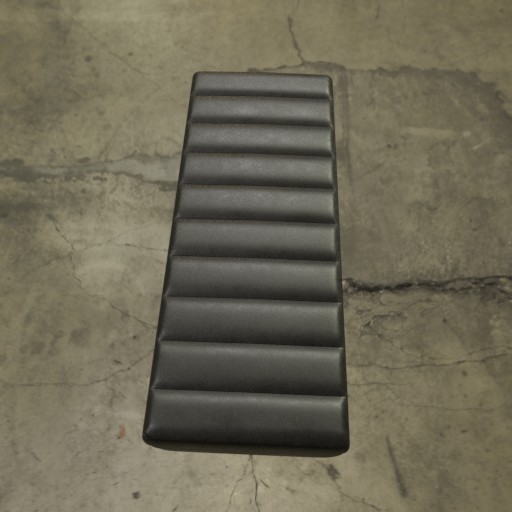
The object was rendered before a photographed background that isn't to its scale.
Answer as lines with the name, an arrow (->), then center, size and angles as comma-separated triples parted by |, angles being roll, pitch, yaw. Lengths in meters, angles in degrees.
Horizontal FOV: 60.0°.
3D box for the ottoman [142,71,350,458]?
ottoman -> 0.000, 0.000, 1.409 | 0.482, 0.469, 1.151 | 2, 64, 1
